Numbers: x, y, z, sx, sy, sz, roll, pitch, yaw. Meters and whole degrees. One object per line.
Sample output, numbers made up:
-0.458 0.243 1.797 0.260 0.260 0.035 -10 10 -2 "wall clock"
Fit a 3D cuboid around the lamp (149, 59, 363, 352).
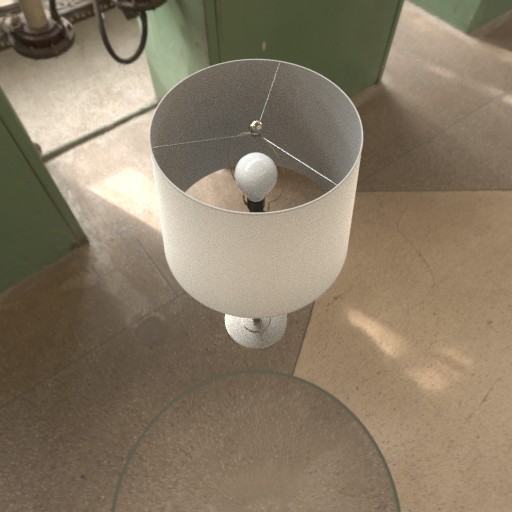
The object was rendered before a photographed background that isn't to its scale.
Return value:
0.000 0.000 0.877 0.333 0.696 0.333 0 60 0 "lamp"
